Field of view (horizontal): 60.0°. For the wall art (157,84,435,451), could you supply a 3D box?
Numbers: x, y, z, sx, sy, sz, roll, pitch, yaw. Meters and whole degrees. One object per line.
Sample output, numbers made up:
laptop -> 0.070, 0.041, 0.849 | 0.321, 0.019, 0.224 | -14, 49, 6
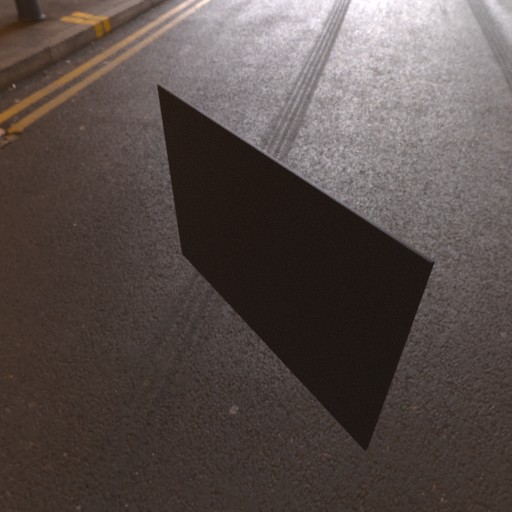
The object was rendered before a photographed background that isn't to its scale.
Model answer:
wall art -> 0.000, 0.000, 1.510 | 0.013, 0.811, 1.192 | -26, 48, -26
